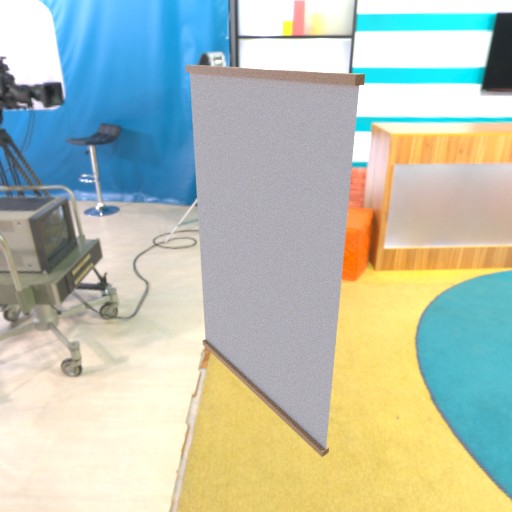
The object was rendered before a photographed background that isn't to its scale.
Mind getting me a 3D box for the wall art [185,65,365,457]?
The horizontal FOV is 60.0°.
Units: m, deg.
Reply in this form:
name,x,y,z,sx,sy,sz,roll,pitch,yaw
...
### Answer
name,x,y,z,sx,sy,sz,roll,pitch,yaw
wall art,0.000,0.000,0.784,0.016,0.611,0.401,-18,30,-33
